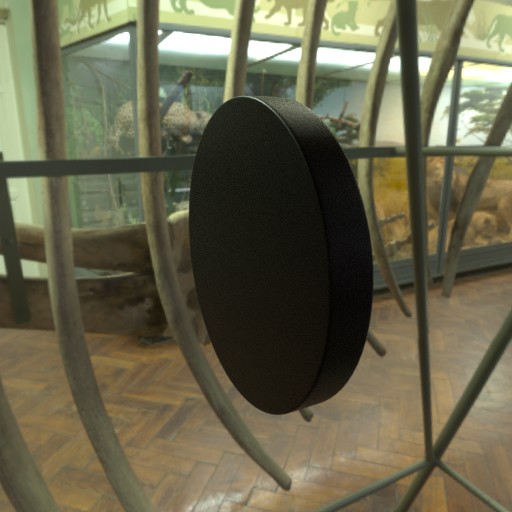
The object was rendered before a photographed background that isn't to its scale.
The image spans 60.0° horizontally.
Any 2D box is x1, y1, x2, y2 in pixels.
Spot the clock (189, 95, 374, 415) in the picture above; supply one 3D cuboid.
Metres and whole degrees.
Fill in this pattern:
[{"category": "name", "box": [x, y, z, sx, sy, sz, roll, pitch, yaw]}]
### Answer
[{"category": "clock", "box": [0.000, 0.000, 0.462, 0.040, 0.314, 0.314, -7, 16, -26]}]
